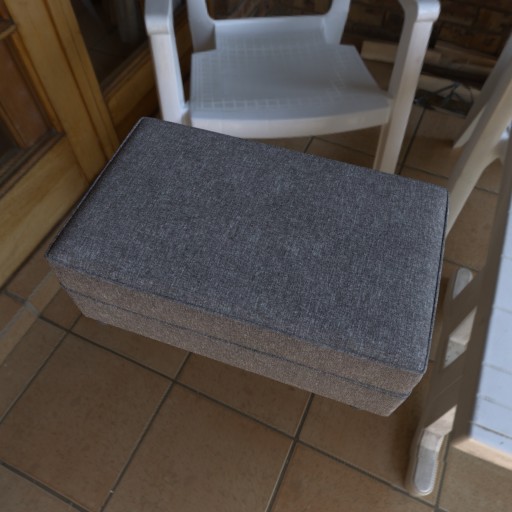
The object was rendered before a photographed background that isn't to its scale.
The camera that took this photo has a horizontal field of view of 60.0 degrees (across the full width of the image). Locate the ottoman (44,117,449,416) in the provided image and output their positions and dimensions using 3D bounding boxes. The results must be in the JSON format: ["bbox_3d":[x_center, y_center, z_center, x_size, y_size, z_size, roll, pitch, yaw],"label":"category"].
[{"bbox_3d":[0.000,0.000,1.583,1.184,0.487,0.717,16,59,10],"label":"ottoman"}]
